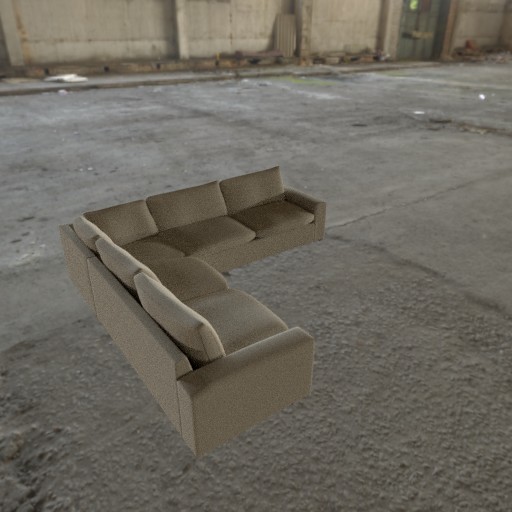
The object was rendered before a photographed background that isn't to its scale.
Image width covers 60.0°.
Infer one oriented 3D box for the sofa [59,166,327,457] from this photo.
[{"bbox_3d":[0.000,0.000,4.736,3.206,0.918,3.066,-18,32,-32],"label":"sofa"}]
